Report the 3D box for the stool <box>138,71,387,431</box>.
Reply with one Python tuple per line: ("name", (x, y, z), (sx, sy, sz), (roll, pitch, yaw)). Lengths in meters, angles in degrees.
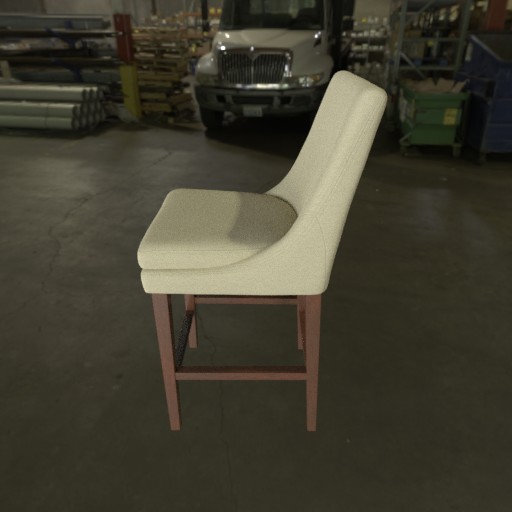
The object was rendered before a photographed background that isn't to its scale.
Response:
("stool", (0.000, 0.000, 1.305), (0.577, 0.981, 0.470), (0, 27, 1))
